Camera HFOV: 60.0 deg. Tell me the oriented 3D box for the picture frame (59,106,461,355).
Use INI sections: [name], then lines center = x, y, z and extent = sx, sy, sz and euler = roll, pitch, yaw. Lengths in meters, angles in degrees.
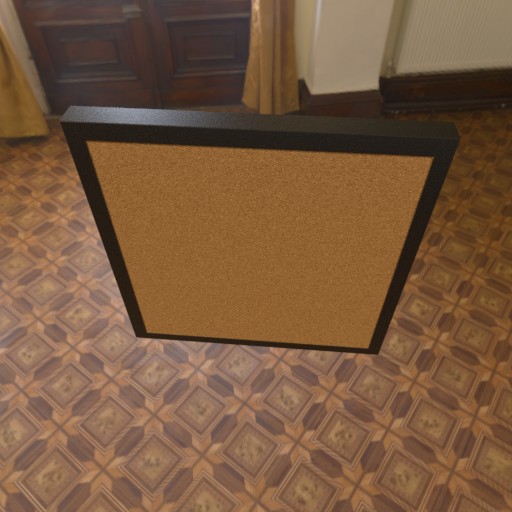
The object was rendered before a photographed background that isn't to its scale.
[picture frame]
center = 0.000, 0.000, 0.528
extent = 0.355, 0.353, 0.029
euler = 3, 47, 3
